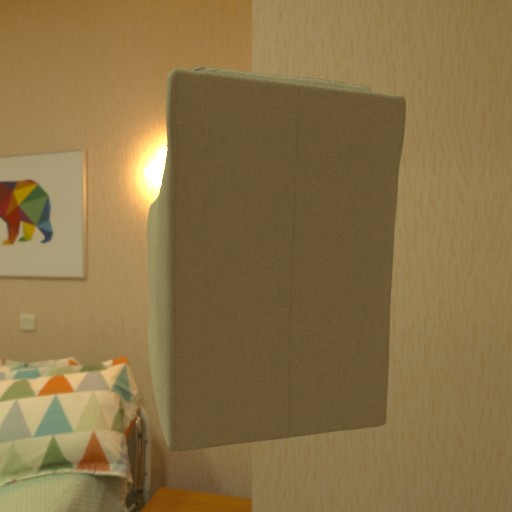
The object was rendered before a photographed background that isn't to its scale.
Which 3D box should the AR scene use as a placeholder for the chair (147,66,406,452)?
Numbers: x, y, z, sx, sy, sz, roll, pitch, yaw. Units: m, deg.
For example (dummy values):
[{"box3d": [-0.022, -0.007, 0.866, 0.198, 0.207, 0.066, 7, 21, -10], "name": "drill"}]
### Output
[{"box3d": [0.000, 0.000, 1.347, 0.626, 0.914, 0.694, 0, 0, -17], "name": "chair"}]
